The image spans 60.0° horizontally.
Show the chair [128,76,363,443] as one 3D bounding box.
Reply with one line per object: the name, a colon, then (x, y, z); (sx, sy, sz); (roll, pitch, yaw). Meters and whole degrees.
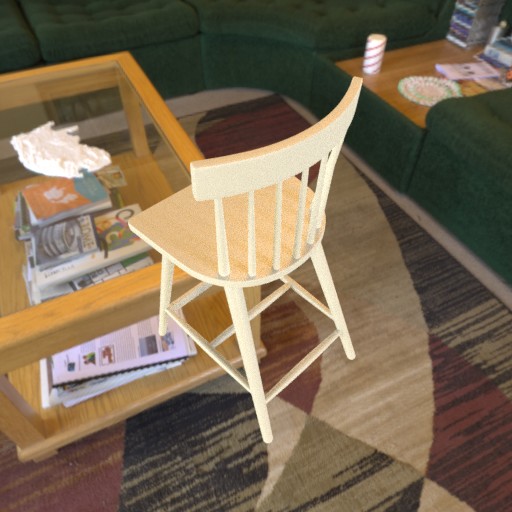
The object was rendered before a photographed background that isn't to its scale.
chair: (0.000, 0.000, 1.260); (0.483, 0.952, 0.572); (-35, 57, -28)
